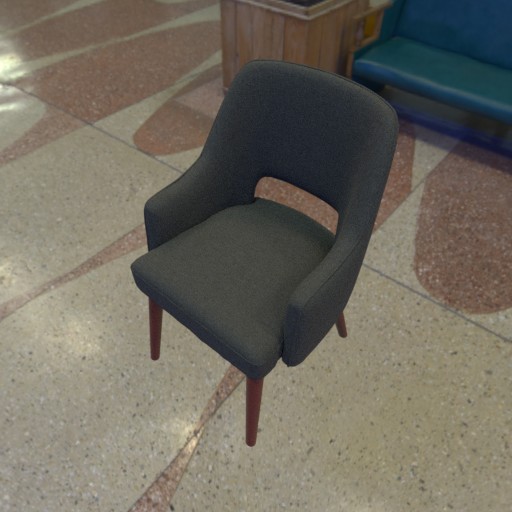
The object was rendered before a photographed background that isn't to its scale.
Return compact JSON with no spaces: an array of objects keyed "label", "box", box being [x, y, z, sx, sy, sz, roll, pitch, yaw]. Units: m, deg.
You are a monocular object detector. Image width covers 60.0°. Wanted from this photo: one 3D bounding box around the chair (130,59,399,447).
[{"label":"chair","box":[0.000,0.000,1.212,0.559,0.838,0.560,32,54,27]}]
